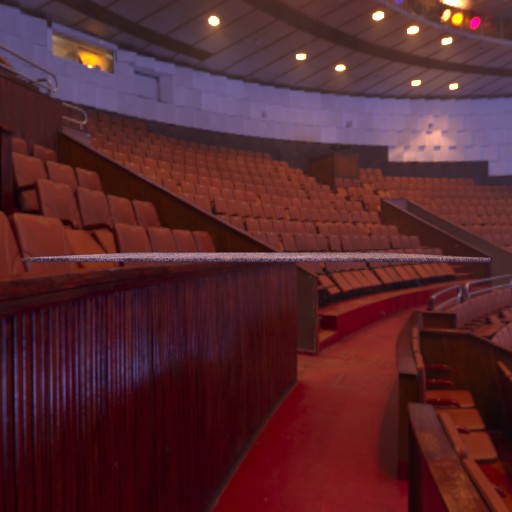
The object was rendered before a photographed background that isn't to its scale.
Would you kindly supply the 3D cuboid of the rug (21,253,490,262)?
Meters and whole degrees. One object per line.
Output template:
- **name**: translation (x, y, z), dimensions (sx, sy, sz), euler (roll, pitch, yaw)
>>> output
- **rug**: translation (0.000, 0.000, 4.022), dimensions (3.000, 0.025, 2.401), euler (0, 1, 0)
